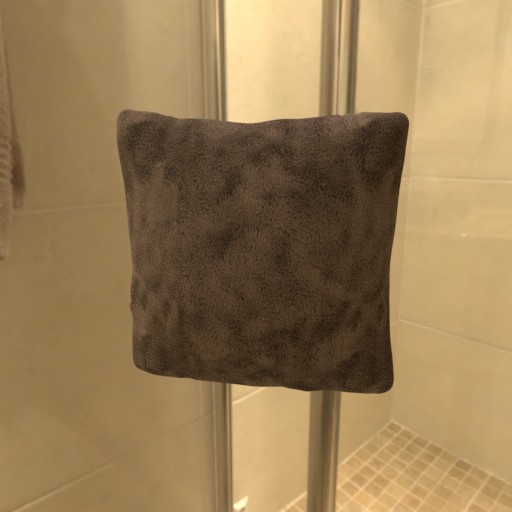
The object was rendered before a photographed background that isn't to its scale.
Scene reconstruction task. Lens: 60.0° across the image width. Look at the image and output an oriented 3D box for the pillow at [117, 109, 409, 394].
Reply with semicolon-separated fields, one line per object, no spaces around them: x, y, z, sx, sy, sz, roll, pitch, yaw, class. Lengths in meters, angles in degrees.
0.000;0.000;0.811;0.522;0.520;0.204;2;14;9;pillow
